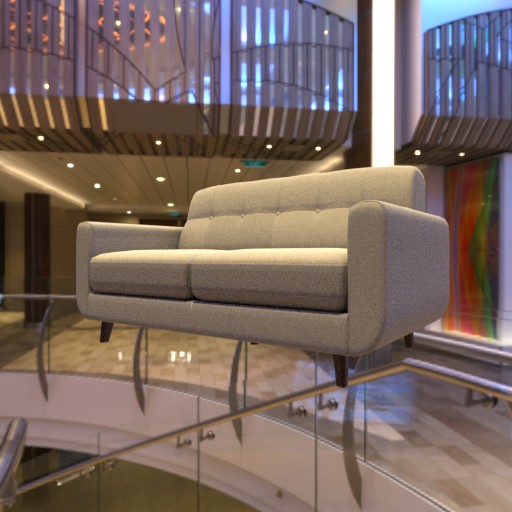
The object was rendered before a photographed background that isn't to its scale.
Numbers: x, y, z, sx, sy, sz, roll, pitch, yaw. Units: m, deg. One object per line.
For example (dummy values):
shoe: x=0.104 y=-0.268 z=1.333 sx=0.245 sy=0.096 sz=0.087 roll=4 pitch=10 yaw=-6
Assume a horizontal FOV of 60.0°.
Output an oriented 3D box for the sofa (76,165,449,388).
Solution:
sofa: x=0.000 y=0.000 z=2.237 sx=1.655 sy=0.892 sz=0.980 roll=0 pitch=0 yaw=36
